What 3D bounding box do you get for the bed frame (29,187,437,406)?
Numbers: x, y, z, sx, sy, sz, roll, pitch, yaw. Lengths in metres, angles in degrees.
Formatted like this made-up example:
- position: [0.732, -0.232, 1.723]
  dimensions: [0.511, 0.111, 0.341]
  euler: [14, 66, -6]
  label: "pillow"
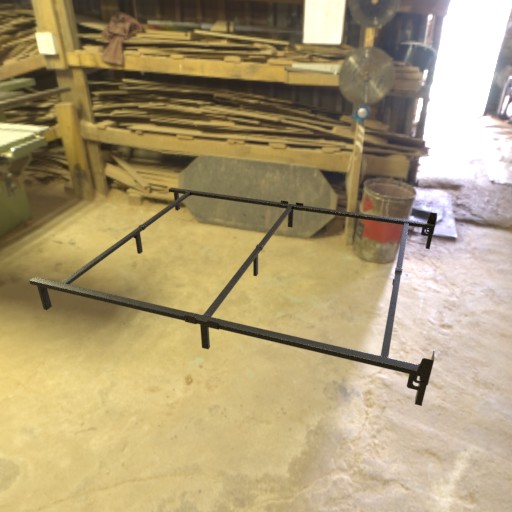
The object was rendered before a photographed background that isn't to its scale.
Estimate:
- position: [0.000, 0.000, 2.658]
  dimensions: [1.990, 0.248, 1.498]
  euler: [10, 31, 18]
  label: "bed frame"
